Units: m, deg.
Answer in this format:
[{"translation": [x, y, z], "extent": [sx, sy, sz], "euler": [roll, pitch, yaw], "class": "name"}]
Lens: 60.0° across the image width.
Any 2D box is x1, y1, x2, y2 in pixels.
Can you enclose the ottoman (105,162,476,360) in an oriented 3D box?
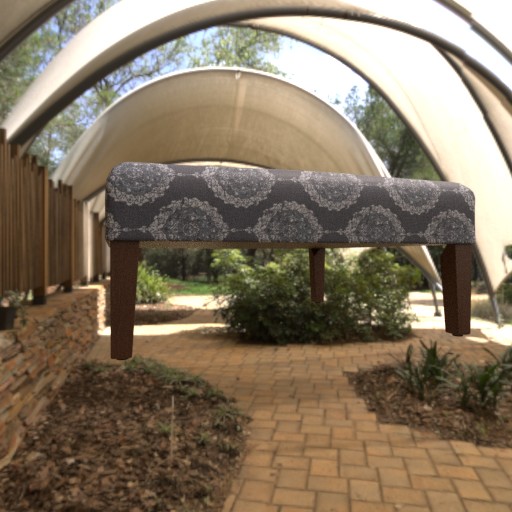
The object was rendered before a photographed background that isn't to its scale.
[{"translation": [0.000, 0.000, 1.400], "extent": [0.890, 0.409, 0.889], "euler": [0, 0, -18], "class": "ottoman"}]
